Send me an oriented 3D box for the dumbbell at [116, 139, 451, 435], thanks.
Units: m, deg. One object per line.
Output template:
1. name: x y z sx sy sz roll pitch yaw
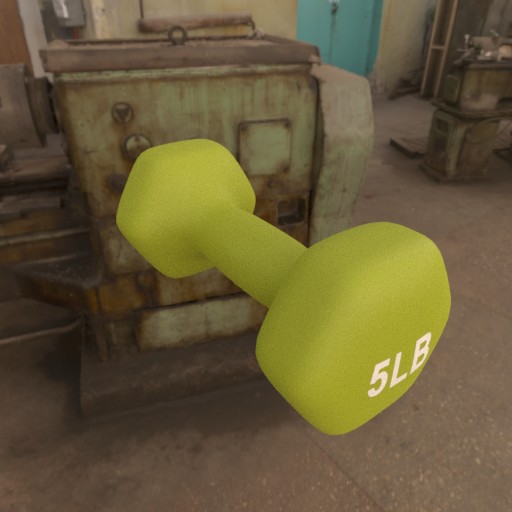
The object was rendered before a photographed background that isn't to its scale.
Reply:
1. dumbbell: 0.000 0.000 0.202 0.080 0.072 0.164 -20 36 -30
